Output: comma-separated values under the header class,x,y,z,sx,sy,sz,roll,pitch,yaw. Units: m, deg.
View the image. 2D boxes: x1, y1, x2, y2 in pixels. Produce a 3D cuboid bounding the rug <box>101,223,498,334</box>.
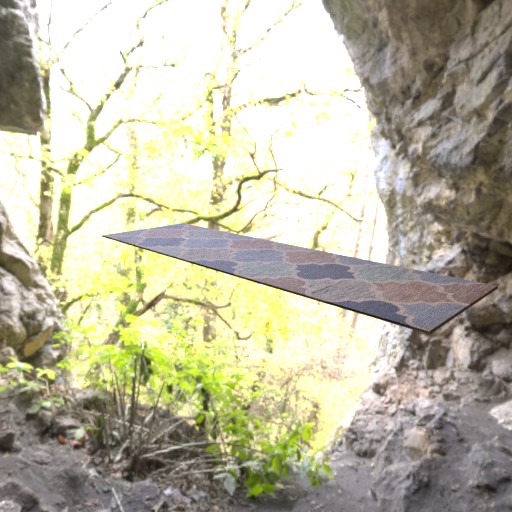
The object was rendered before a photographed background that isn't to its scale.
class,x,y,z,sx,sy,sz,roll,pitch,yaw
rug,0.000,0.000,2.470,2.287,0.011,0.687,14,19,43
